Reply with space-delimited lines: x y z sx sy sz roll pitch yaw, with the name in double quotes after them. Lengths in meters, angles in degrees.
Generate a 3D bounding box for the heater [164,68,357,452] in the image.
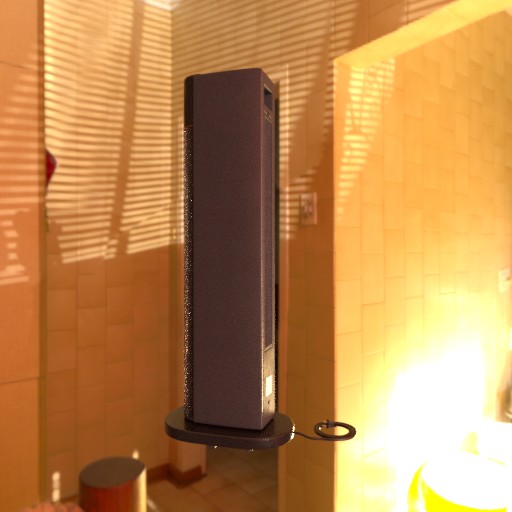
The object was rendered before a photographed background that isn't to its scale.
0.000 0.000 1.057 0.458 0.856 0.214 0 1 20 "heater"
